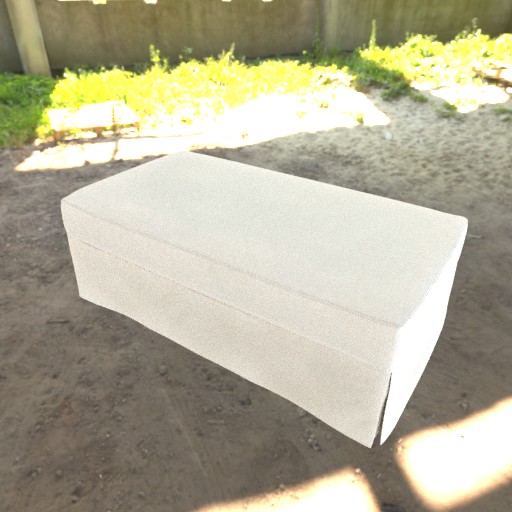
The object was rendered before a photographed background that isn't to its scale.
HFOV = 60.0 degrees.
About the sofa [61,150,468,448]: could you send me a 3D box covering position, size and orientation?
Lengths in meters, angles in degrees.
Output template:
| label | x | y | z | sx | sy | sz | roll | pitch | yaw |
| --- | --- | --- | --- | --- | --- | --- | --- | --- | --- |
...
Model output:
| label | x | y | z | sx | sy | sz | roll | pitch | yaw |
| --- | --- | --- | --- | --- | --- | --- | --- | --- | --- |
| sofa | 0.000 | 0.000 | 2.096 | 1.677 | 0.552 | 0.939 | 20 | 37 | 28 |
